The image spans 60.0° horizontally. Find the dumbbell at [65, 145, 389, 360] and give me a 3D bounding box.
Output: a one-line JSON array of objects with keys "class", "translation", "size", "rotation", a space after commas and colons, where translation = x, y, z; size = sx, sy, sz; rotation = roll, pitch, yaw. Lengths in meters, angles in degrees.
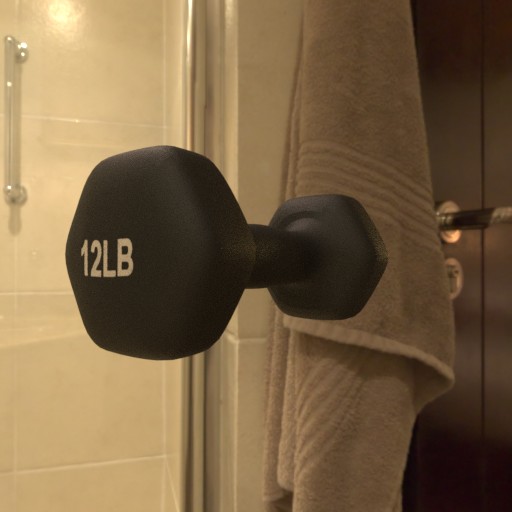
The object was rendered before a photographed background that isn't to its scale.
[{"class": "dumbbell", "translation": [0.000, 0.000, 0.295], "size": [0.112, 0.101, 0.231], "rotation": [-1, -1, 37]}]
